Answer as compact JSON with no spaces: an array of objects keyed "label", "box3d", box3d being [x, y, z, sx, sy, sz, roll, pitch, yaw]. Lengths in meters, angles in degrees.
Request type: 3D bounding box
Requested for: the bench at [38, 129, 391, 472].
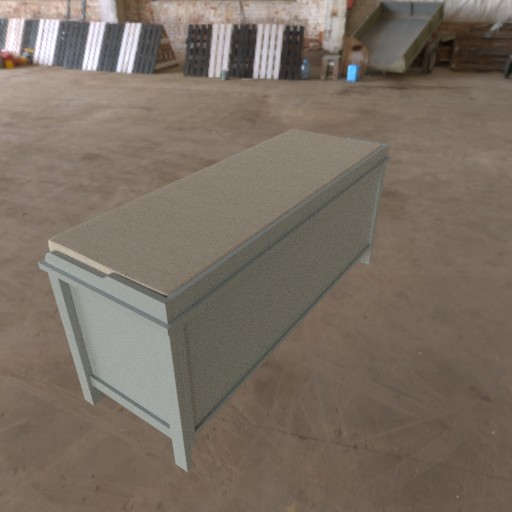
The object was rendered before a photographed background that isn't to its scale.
[{"label":"bench","box3d":[0.000,0.000,1.399,0.398,0.501,1.140,20,37,29]}]
